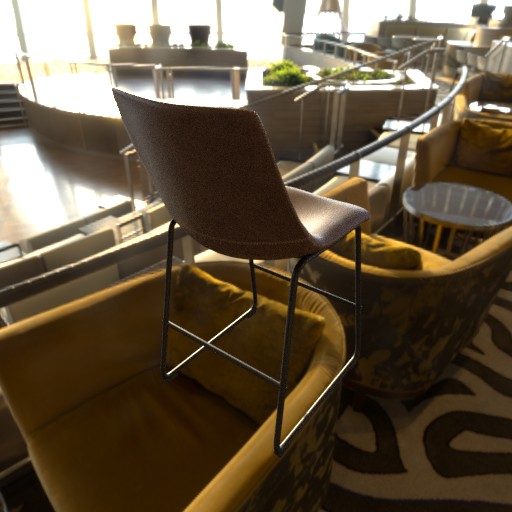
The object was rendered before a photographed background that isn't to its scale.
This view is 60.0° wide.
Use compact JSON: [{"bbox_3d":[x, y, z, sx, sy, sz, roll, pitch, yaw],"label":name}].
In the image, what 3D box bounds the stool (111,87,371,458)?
[{"bbox_3d":[0.000,0.000,1.193,0.460,0.890,0.550,21,36,32],"label":"stool"}]
